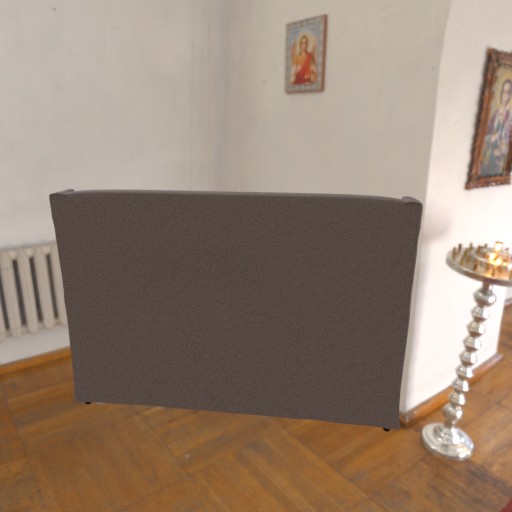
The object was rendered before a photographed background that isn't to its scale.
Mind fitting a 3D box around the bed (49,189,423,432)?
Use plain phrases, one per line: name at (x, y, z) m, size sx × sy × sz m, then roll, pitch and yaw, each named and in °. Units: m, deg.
bed at (0.000, 0.000, 3.454) m, size 1.925 × 1.332 × 2.276 m, roll 2°, pitch 17°, yaw 8°
